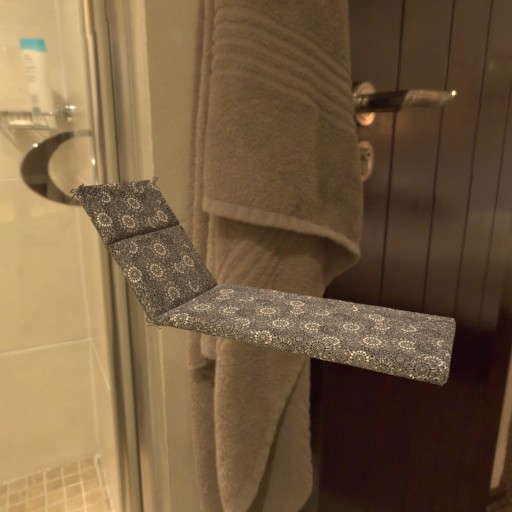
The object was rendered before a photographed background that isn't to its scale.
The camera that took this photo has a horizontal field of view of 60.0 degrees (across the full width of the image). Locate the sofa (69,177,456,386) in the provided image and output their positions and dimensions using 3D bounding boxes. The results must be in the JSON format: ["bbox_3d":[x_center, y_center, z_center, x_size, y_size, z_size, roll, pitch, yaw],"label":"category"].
[{"bbox_3d":[0.000,0.000,1.974,1.663,0.622,0.582,7,15,26],"label":"sofa"}]
